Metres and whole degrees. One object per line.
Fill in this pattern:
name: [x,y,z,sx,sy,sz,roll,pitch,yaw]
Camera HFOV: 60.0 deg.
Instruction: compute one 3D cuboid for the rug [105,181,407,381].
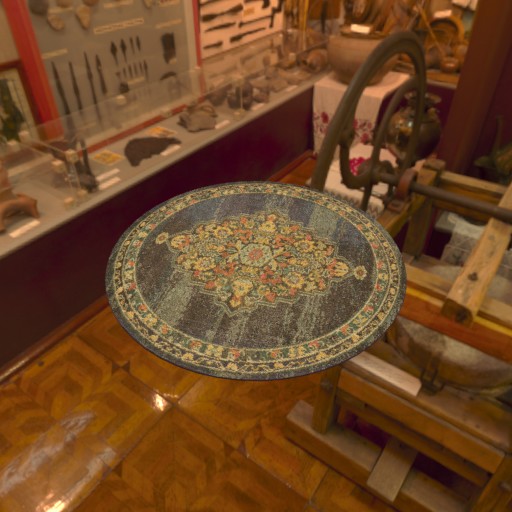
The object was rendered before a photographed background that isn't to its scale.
rug: [0.000,0.000,2.416,1.591,0.010,1.591,0,40,0]
